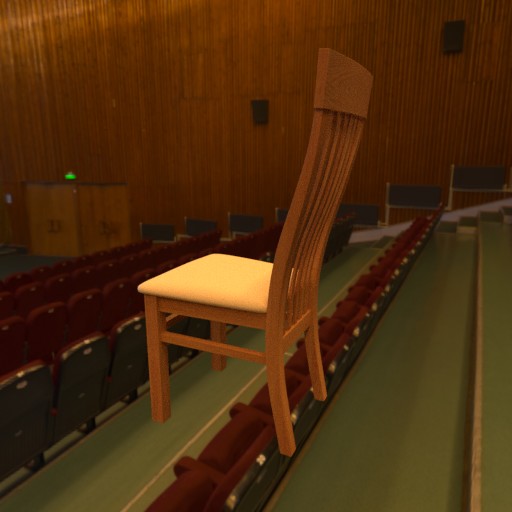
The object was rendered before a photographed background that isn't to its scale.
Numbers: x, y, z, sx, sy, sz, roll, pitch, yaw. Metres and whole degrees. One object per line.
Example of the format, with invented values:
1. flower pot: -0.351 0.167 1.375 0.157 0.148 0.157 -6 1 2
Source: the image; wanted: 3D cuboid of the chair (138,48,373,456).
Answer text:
1. chair: 0.000 0.000 1.357 0.580 1.050 0.450 7 16 25
